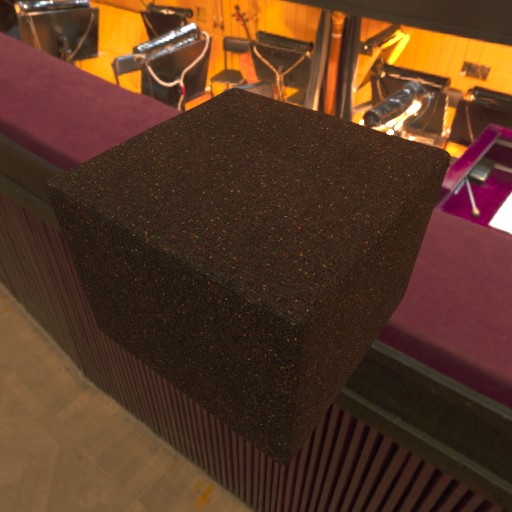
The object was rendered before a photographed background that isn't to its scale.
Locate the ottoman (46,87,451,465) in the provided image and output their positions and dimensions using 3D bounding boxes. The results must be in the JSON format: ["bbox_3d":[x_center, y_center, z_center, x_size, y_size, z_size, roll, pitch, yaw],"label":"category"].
[{"bbox_3d":[0.000,0.000,0.875,0.508,0.432,0.508,27,49,26],"label":"ottoman"}]
